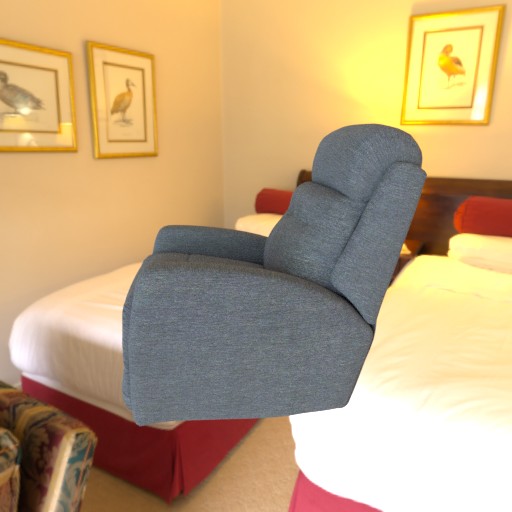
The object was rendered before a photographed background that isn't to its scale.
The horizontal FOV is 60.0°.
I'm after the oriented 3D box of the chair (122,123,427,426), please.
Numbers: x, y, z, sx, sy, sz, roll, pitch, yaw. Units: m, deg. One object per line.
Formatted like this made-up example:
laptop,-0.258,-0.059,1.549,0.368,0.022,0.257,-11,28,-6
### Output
chair,0.000,0.000,1.775,1.043,1.013,0.798,-2,15,-7
